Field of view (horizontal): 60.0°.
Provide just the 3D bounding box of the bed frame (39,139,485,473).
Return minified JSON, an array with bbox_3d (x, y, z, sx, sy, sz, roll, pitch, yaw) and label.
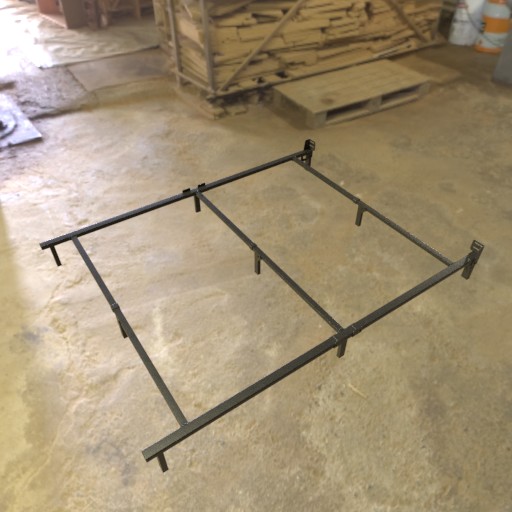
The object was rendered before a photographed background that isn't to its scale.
[{"bbox_3d":[0.000,0.000,2.529,1.990,0.248,1.498,-25,47,-25],"label":"bed frame"}]
